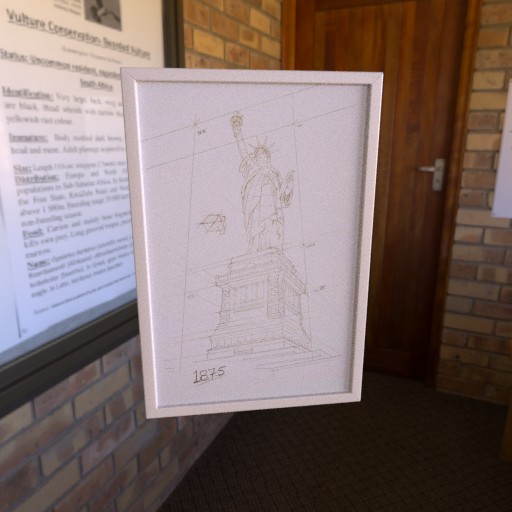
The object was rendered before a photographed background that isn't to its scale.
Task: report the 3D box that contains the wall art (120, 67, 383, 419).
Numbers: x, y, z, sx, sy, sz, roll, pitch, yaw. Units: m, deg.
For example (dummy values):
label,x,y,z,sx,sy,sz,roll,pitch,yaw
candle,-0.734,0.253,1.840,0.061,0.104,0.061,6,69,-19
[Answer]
label,x,y,z,sx,sy,sz,roll,pitch,yaw
wall art,0.000,0.000,1.518,0.808,1.183,0.038,-2,15,-8
